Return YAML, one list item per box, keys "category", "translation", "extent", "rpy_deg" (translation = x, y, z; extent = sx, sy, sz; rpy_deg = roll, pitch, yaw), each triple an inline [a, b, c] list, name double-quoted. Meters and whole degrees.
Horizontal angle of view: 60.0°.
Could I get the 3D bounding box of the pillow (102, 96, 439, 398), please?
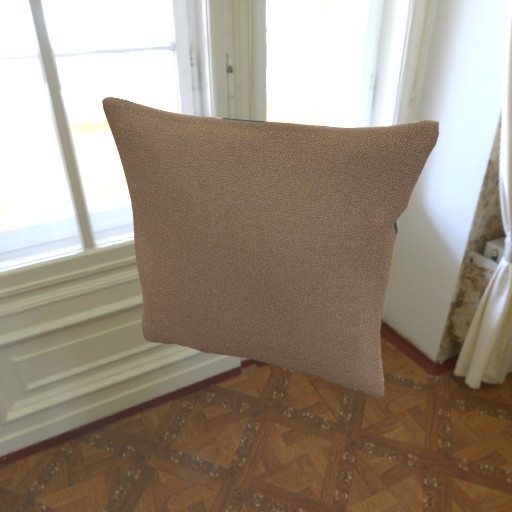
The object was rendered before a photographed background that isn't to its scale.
- category: "pillow"
  translation: [0.000, 0.000, 0.727]
  extent: [0.478, 0.479, 0.158]
  rpy_deg: [10, 32, 16]
